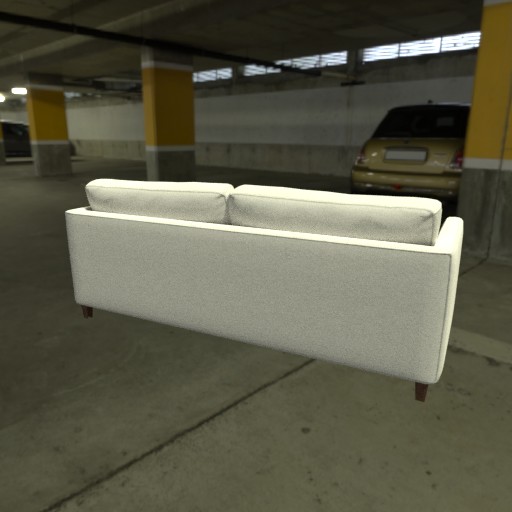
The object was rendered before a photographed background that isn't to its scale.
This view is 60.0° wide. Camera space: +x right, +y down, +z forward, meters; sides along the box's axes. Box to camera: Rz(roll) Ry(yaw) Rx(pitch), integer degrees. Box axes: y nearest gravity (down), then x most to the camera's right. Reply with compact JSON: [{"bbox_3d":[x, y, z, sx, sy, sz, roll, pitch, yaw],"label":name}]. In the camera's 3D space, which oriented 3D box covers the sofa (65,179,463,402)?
[{"bbox_3d":[0.000,0.000,2.849,2.361,0.962,0.951,8,17,26],"label":"sofa"}]
